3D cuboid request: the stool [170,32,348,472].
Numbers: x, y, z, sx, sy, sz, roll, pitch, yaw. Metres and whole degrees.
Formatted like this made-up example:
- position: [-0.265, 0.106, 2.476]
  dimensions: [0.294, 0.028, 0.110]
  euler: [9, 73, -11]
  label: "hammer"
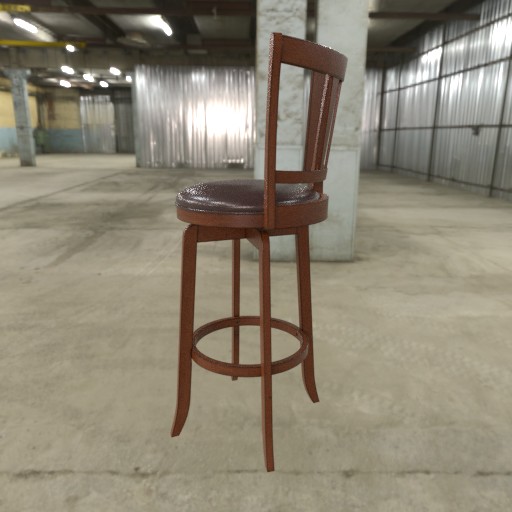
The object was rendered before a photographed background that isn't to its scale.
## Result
- position: [0.000, 0.000, 1.402]
  dimensions: [0.503, 1.177, 0.464]
  euler: [7, 16, 26]
  label: "stool"
